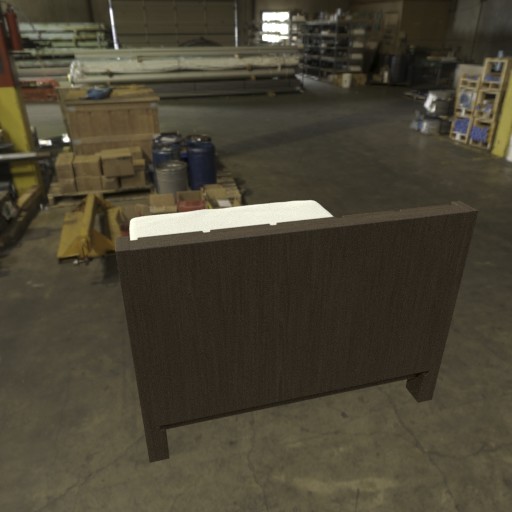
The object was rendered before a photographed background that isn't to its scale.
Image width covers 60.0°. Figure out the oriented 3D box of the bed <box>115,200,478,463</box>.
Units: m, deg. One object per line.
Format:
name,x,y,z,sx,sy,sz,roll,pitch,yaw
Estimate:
bed,0.000,0.000,3.127,1.735,1.261,1.992,-7,28,-13
